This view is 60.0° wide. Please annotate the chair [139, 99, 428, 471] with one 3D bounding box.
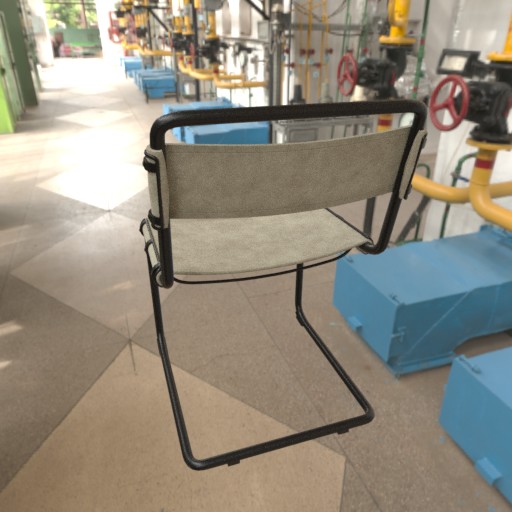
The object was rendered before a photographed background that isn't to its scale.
[{"bbox_3d":[0.000,0.000,1.042,0.499,0.747,0.497,-9,28,-16],"label":"chair"}]
